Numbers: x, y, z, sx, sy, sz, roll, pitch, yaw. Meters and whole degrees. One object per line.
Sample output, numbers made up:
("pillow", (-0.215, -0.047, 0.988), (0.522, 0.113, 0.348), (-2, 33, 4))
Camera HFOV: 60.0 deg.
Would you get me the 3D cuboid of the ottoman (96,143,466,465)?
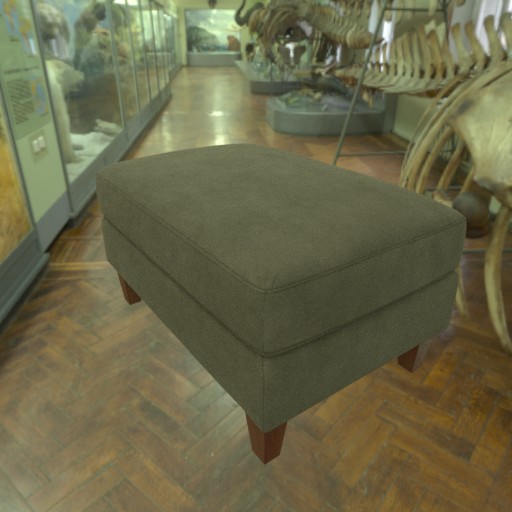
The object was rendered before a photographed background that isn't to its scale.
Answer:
("ottoman", (0.000, 0.000, 1.198), (0.584, 0.483, 0.864), (-18, 31, -31))
